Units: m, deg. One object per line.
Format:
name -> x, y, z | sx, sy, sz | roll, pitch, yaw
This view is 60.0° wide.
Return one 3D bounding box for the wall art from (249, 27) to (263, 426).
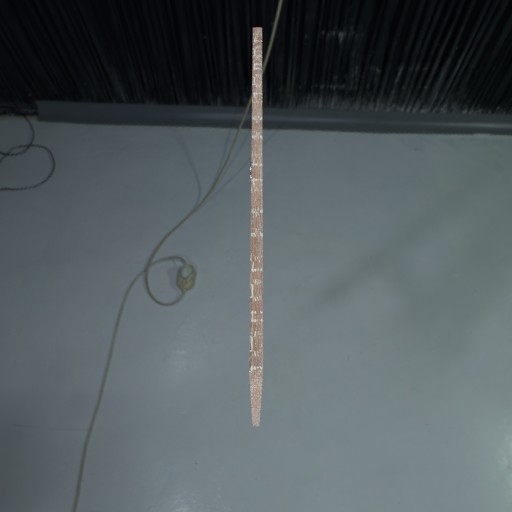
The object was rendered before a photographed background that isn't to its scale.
wall art -> 0.000, 0.000, 0.585 | 0.012, 0.384, 0.384 | 0, 63, 0
